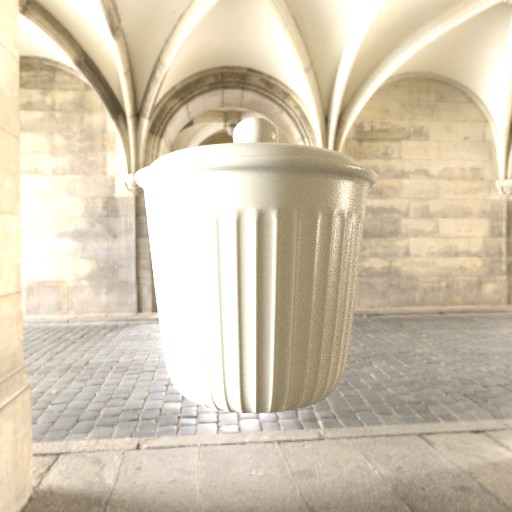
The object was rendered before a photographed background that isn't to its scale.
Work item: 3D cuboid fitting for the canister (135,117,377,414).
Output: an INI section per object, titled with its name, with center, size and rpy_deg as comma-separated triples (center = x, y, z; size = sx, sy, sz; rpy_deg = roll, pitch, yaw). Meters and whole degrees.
[canister]
center = 0.000, 0.000, 0.343
size = 0.181, 0.211, 0.181
rpy_deg = 0, 1, 0
